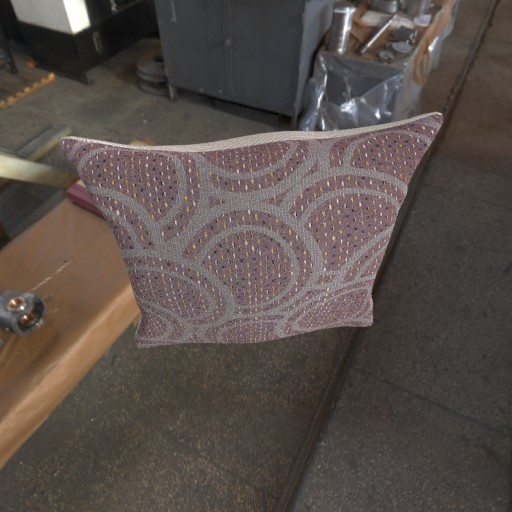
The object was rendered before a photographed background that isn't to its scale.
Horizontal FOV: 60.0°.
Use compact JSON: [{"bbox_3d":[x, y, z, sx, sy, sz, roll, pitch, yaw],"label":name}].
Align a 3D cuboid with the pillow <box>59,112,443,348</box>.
[{"bbox_3d":[0.000,0.000,0.774,0.514,0.513,0.163,-5,48,-4],"label":"pillow"}]
